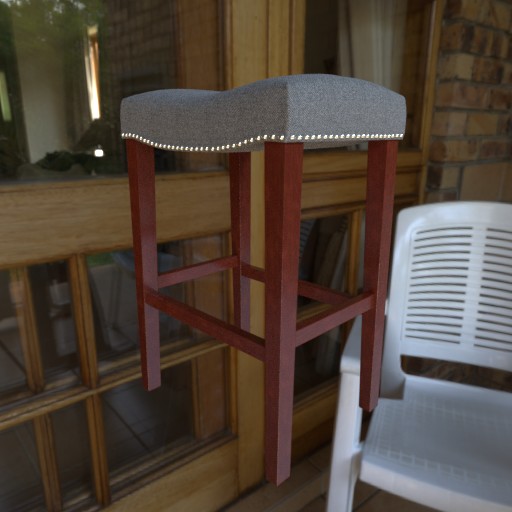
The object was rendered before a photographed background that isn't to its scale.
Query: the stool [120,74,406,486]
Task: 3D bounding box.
[{"bbox_3d":[0.000,0.000,1.023,0.372,0.742,0.504,-15,22,-43],"label":"stool"}]
